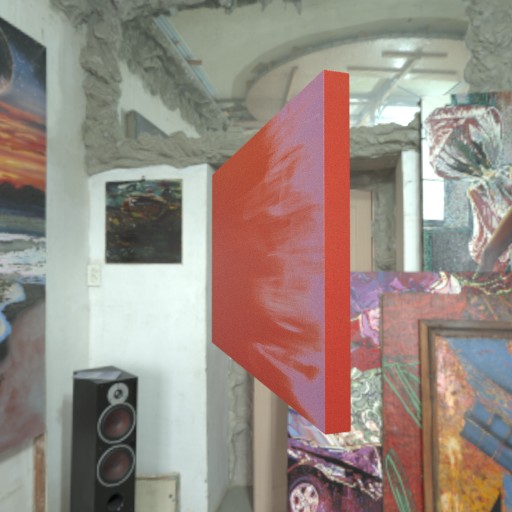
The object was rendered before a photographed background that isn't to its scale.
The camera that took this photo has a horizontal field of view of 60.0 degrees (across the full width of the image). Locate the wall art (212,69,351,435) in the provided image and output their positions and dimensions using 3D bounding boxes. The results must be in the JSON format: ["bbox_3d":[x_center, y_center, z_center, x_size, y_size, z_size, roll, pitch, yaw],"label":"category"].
[{"bbox_3d":[0.000,0.000,0.785,0.033,0.405,0.607,0,-1,-17],"label":"wall art"}]
